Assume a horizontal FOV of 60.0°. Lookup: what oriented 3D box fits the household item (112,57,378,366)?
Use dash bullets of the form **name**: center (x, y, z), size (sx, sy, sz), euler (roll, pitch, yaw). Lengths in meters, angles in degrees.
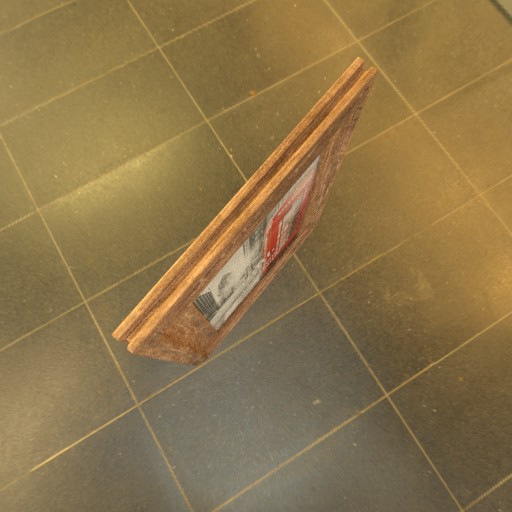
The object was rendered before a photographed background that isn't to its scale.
- **household item**: center (0.000, 0.000, 0.326), size (0.018, 0.237, 0.186), euler (38, 78, 10)
